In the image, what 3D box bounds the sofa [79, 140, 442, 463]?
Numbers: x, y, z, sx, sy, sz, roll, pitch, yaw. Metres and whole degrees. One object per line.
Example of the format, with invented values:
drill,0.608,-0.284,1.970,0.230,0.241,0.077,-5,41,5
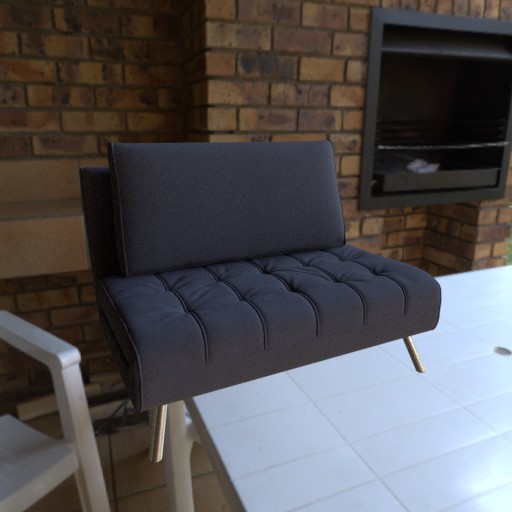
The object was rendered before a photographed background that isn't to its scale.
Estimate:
sofa,0.000,0.000,1.822,1.220,0.910,0.910,-8,18,-26
